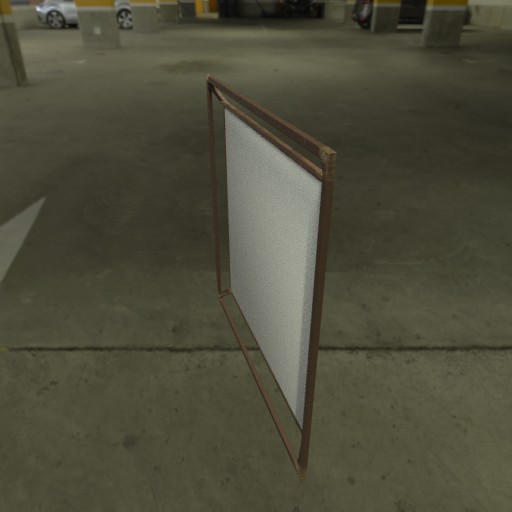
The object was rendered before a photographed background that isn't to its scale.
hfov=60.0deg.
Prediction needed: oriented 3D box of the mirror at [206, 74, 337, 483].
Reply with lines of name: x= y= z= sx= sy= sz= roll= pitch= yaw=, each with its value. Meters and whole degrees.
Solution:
mirror: x=0.000 y=0.000 z=0.903 sx=0.032 sy=0.610 sz=0.610 roll=-10 pitch=32 yaw=-16
